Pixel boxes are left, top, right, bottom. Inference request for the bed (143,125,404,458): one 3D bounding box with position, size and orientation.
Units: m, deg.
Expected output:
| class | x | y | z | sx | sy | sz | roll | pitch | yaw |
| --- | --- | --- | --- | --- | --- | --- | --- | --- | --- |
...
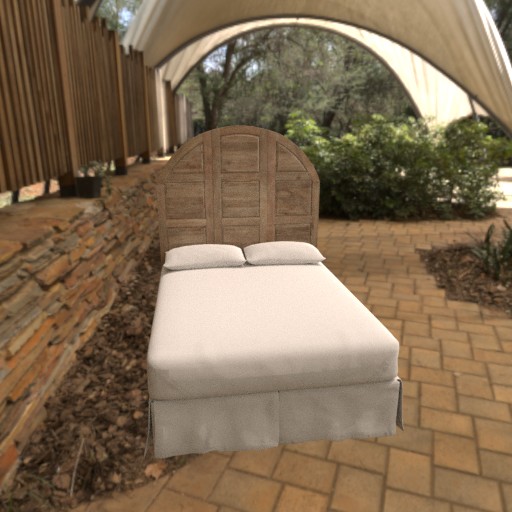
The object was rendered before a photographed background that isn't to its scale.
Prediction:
| class | x | y | z | sx | sy | sz | roll | pitch | yaw |
| --- | --- | --- | --- | --- | --- | --- | --- | --- | --- |
| bed | 0.000 | 0.000 | 3.543 | 1.713 | 2.002 | 2.112 | -2 | 17 | -8 |
